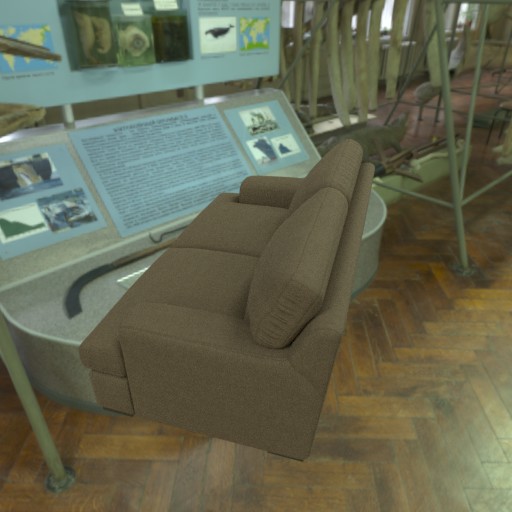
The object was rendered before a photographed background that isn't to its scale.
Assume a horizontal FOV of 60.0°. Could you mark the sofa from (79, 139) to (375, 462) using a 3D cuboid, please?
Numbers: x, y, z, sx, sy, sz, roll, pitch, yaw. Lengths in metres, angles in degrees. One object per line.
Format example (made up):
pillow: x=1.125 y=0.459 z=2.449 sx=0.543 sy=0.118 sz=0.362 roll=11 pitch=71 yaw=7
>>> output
sofa: x=0.000 y=0.000 z=2.518 sx=1.140 sy=0.950 sz=1.869 roll=9 pitch=32 yaw=14
